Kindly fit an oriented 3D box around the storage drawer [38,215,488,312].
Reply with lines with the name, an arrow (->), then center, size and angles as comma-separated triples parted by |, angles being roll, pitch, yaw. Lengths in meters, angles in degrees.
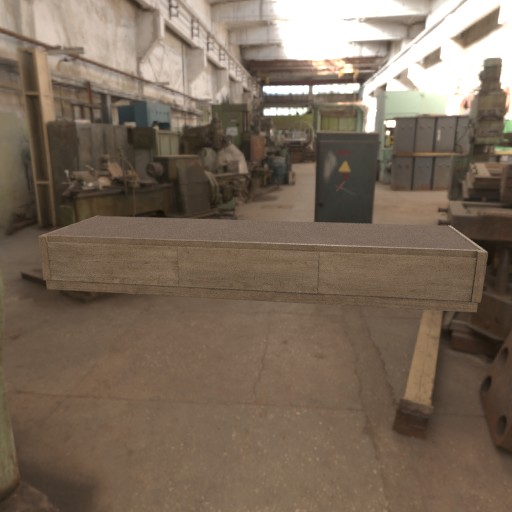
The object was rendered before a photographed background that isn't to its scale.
storage drawer -> 0.000, 0.000, 2.338 | 2.072, 0.274, 0.591 | 2, 15, 8
